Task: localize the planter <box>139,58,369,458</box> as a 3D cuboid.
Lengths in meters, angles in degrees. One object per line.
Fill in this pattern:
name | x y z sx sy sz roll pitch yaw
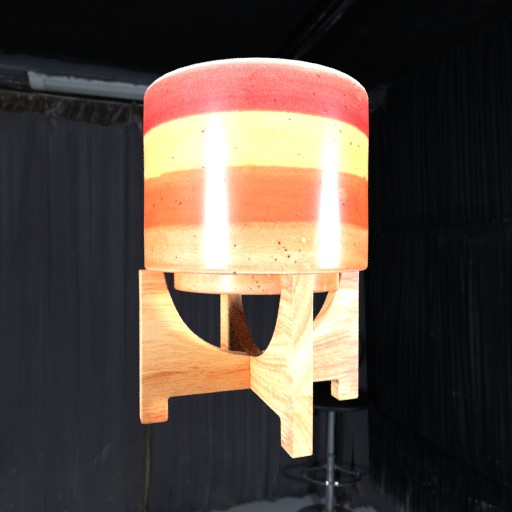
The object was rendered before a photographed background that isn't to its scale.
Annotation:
planter | 0.000 0.000 0.390 0.199 0.268 0.199 0 1 0
